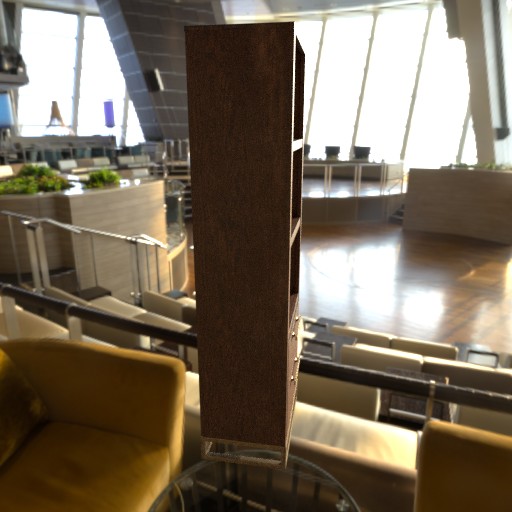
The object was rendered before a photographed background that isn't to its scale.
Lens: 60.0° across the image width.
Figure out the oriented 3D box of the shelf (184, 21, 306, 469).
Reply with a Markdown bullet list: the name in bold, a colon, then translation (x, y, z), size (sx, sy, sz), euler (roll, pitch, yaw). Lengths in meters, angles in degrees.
- **shelf**: translation (0.000, 0.000, 1.939), size (0.395, 1.732, 0.539), euler (3, 16, 10)
